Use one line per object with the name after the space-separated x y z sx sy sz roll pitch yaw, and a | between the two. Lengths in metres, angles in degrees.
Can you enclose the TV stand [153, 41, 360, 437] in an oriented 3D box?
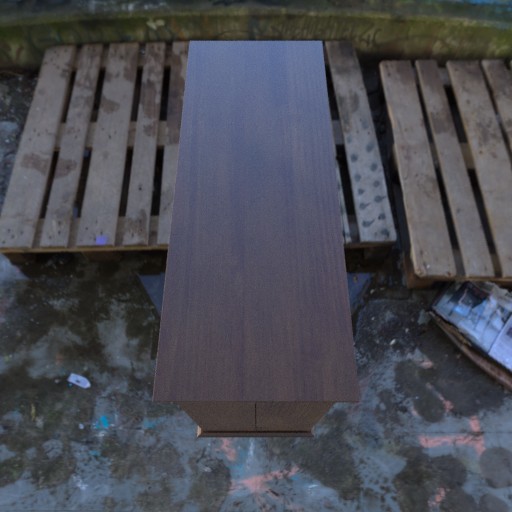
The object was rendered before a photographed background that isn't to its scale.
0.000 0.000 1.475 0.406 0.813 1.067 0 62 0 | TV stand
